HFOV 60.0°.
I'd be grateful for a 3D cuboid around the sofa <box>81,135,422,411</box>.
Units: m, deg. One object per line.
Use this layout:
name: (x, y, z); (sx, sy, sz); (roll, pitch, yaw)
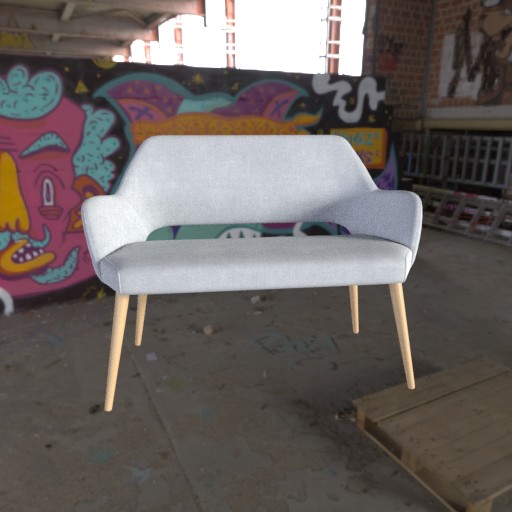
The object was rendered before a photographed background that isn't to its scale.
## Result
sofa: (0.000, 0.000, 1.619); (1.150, 0.840, 0.610); (-2, 17, -7)
